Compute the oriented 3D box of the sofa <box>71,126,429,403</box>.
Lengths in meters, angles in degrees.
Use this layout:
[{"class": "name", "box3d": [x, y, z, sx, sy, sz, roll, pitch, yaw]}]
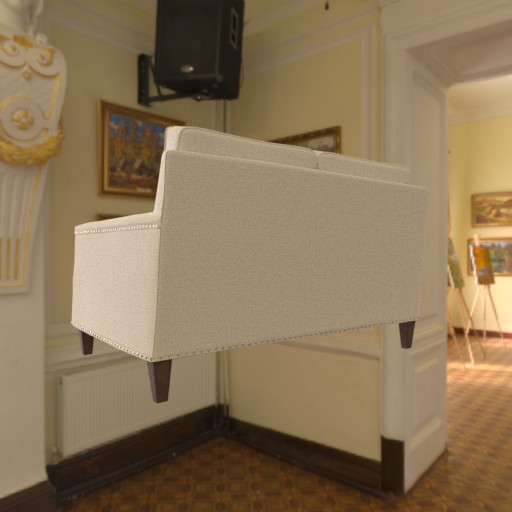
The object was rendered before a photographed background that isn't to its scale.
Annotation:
[{"class": "sofa", "box3d": [0.000, 0.000, 2.311, 1.597, 1.003, 1.084, 0, 1, -37]}]
